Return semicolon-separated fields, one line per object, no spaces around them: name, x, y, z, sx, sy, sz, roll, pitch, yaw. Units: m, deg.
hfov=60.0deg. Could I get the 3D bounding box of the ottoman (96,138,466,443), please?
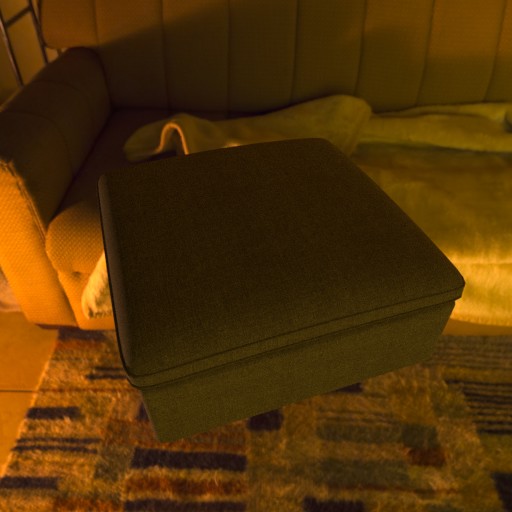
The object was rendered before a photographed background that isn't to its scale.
ottoman;0.000;0.000;1.720;1.067;0.559;1.067;-13;43;-14
